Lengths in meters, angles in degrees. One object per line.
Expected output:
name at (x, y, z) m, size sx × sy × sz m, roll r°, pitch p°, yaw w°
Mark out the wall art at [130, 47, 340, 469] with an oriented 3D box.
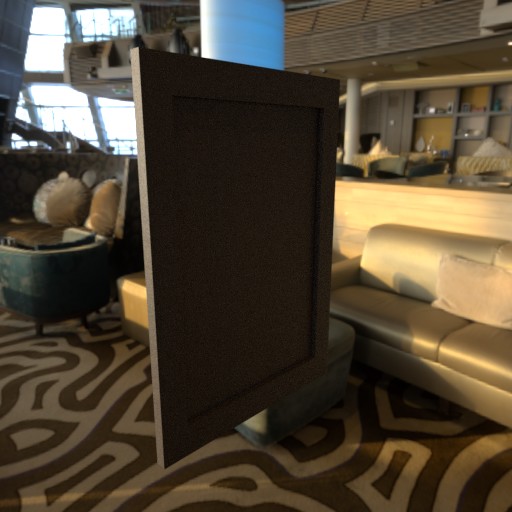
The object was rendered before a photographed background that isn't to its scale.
wall art at (0.000, 0.000, 0.649) m, size 0.359 × 0.513 × 0.017 m, roll -14°, pitch 20°, yaw -43°
